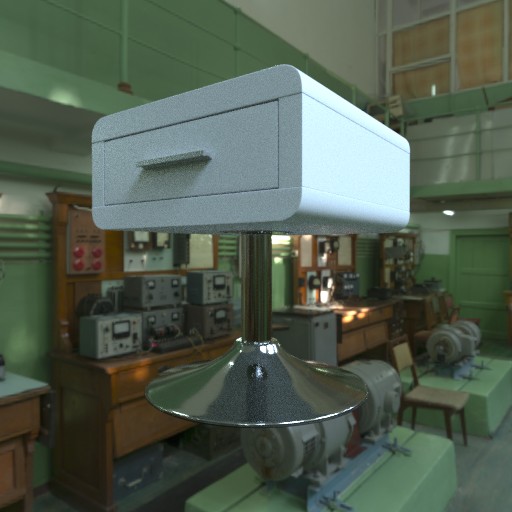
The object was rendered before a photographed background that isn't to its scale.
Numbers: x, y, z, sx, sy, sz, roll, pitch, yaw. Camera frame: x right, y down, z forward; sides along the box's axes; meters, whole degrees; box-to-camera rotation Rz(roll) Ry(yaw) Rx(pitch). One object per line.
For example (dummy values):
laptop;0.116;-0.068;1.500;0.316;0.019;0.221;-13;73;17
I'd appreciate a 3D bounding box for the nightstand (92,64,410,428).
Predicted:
nightstand;0.000;0.000;0.763;0.399;0.447;0.404;0;1;36
